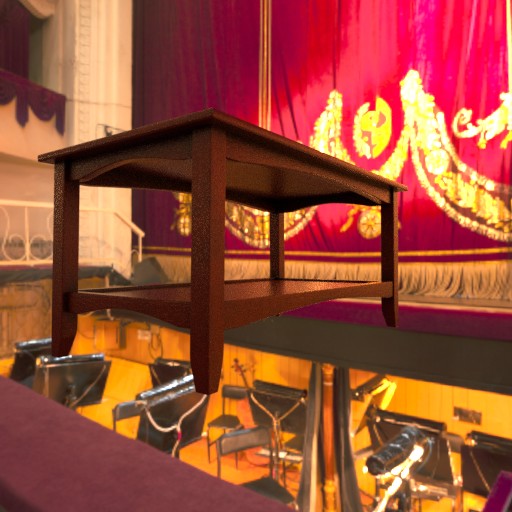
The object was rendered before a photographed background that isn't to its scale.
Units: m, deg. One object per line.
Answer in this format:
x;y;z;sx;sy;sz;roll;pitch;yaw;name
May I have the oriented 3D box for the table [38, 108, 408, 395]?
0.000;0.000;1.221;0.533;0.456;0.943;0;0;37;table
